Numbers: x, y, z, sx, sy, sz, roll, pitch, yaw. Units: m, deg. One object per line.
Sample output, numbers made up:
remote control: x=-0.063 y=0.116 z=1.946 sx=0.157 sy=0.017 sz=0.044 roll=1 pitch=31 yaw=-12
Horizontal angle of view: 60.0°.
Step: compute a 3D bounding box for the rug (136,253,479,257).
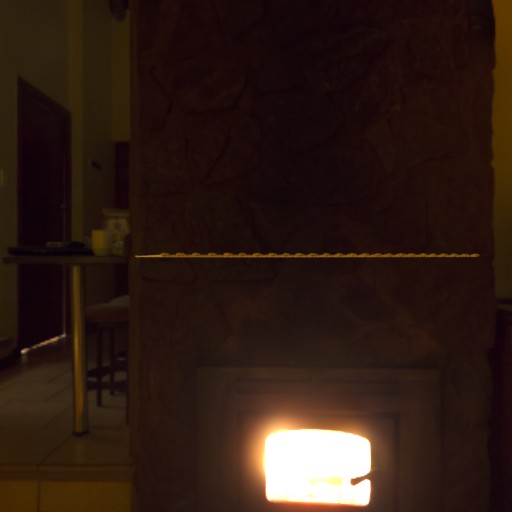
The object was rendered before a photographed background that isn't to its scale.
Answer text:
rug: x=0.000 y=0.000 z=2.342 sx=1.162 sy=0.013 sz=1.875 roll=0 pitch=0 yaw=-17
